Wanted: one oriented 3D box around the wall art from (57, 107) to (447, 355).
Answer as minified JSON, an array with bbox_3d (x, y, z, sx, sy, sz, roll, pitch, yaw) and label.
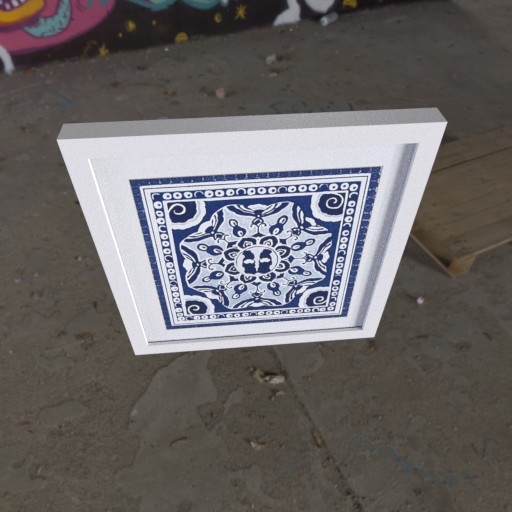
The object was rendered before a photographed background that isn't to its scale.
[{"bbox_3d":[0.000,0.000,0.538,0.355,0.355,0.027,-4,46,-3],"label":"wall art"}]
